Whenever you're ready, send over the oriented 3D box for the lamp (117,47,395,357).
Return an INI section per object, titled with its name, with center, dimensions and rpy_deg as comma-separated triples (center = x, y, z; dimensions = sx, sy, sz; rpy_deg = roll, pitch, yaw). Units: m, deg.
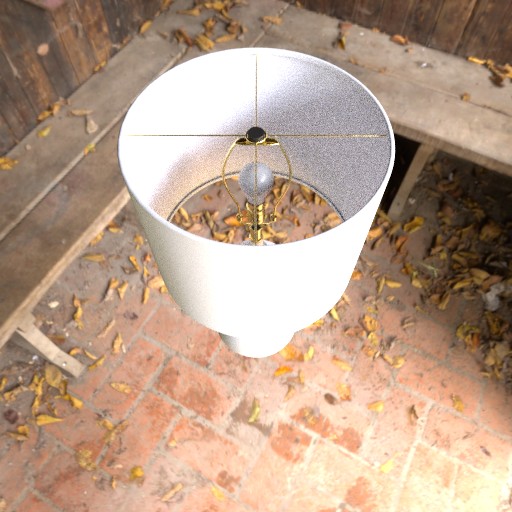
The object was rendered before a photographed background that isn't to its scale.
[lamp]
center = 0.000, 0.000, 0.714
dimensions = 0.301, 0.533, 0.301
rpy_deg = 0, 59, 0
